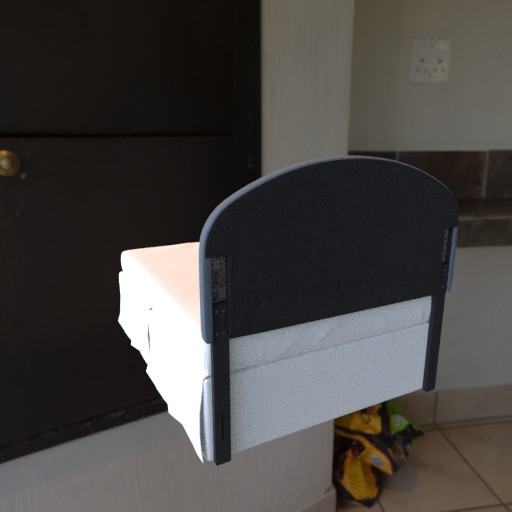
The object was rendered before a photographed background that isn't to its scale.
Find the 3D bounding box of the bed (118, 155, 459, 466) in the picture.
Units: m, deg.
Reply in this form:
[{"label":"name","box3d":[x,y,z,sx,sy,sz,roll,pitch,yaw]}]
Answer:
[{"label":"bed","box3d":[0.000,0.000,3.074,1.607,1.410,2.005,-7,16,-26]}]
